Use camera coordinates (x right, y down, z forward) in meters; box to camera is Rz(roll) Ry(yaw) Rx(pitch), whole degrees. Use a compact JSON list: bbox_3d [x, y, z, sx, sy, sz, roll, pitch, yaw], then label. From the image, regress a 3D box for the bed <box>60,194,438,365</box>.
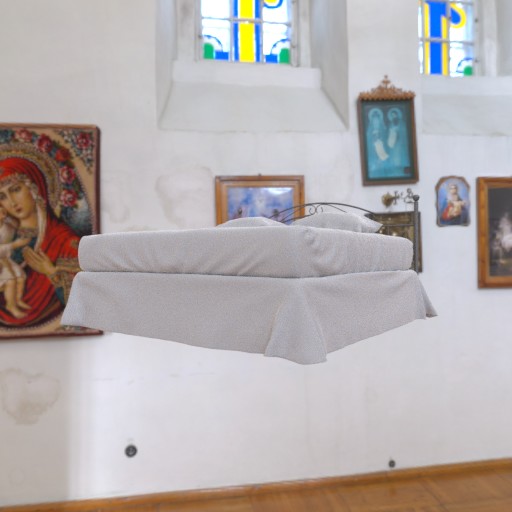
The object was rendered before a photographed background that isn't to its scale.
[{"bbox_3d":[0.000,0.000,3.613,2.309,1.080,2.220,0,0,36],"label":"bed"}]
